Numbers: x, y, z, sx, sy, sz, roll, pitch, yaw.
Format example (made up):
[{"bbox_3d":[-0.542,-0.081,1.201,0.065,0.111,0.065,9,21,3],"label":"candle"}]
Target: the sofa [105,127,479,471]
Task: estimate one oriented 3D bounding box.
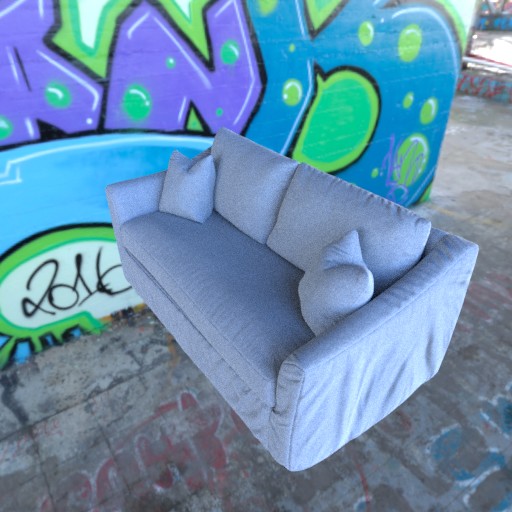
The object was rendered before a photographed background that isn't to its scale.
[{"bbox_3d":[0.000,0.000,2.587,1.072,1.018,2.010,-21,38,-30],"label":"sofa"}]
